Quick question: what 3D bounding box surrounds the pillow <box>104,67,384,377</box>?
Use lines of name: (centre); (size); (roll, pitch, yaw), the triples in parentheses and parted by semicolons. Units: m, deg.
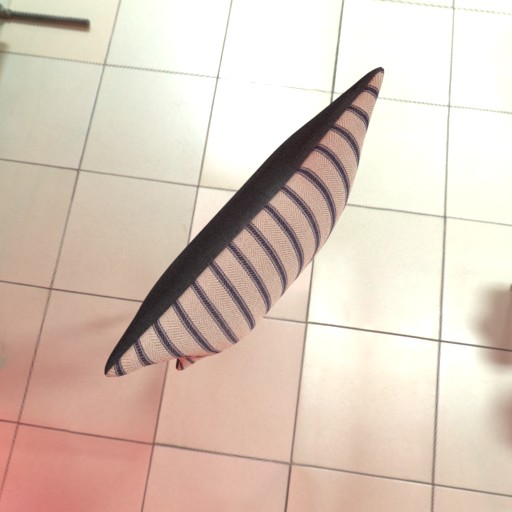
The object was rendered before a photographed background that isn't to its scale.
pillow: (0.000, 0.000, 0.693); (0.138, 0.444, 0.468); (40, 80, 8)
